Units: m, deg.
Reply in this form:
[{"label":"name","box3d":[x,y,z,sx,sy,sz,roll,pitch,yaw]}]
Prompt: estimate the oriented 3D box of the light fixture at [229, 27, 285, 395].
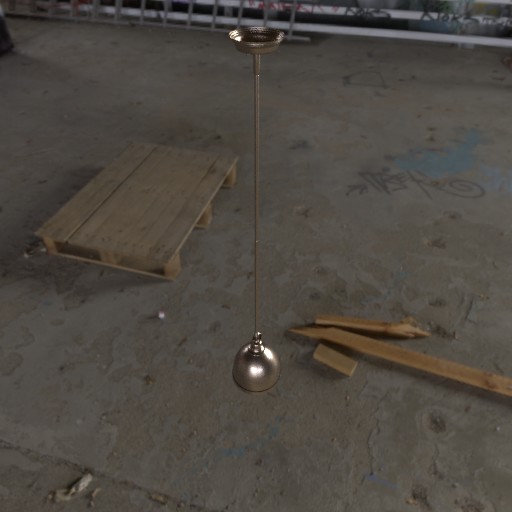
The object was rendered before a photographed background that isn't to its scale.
[{"label":"light fixture","box3d":[0.000,0.000,1.481,0.211,1.367,0.217,26,47,27]}]
